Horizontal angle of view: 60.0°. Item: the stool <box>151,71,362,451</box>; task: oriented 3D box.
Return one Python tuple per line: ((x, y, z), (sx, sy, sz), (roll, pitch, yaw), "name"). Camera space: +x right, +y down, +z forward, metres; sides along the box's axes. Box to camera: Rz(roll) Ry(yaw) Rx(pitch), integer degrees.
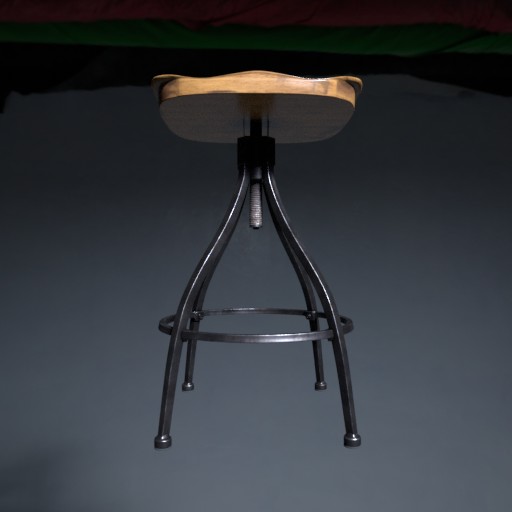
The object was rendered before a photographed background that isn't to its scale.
((0.000, 0.000, 0.979), (0.432, 0.694, 0.424), (0, 0, -1), "stool")
